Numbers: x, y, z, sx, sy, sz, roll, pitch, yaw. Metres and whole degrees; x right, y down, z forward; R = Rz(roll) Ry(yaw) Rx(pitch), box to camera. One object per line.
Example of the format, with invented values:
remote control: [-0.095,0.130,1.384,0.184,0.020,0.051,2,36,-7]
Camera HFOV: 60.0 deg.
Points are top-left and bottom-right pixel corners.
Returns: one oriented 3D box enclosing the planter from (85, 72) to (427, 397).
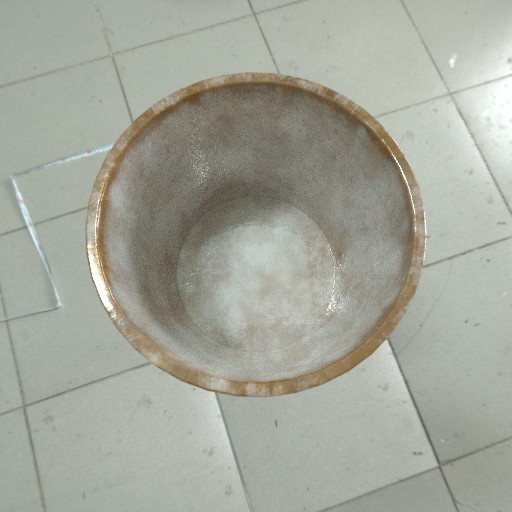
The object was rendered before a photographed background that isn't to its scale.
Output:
planter: [0.000,0.000,0.438,0.255,0.223,0.255,0,76,0]
